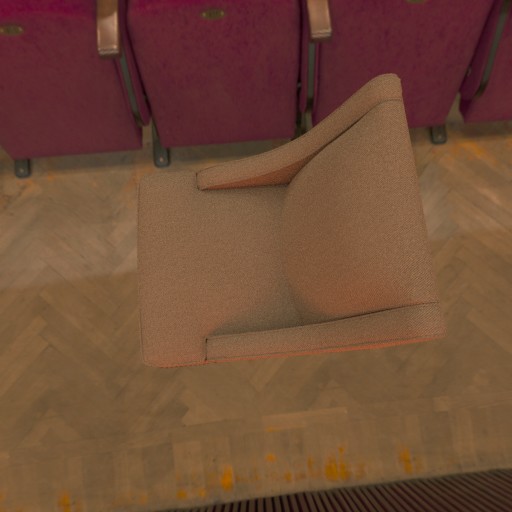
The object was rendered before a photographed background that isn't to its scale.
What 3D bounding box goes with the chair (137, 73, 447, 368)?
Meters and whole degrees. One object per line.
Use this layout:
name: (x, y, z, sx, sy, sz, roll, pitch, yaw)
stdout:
chair: (0.000, 0.000, 1.379, 0.748, 0.872, 0.628, -5, 76, -1)
